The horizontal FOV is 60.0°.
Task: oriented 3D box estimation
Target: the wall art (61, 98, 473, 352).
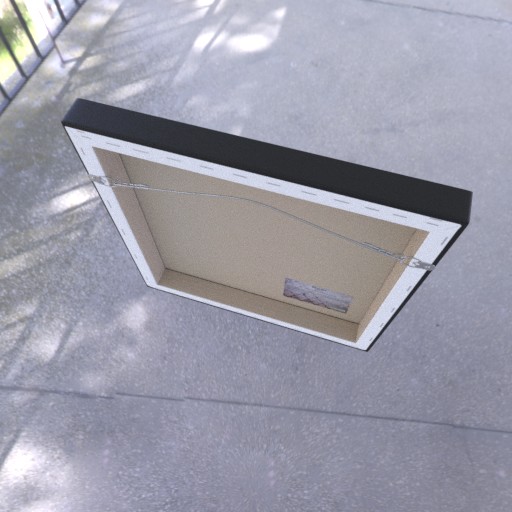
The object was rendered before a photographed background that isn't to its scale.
[{"bbox_3d":[0.000,0.000,0.604,0.406,0.407,0.041,15,63,8],"label":"wall art"}]
